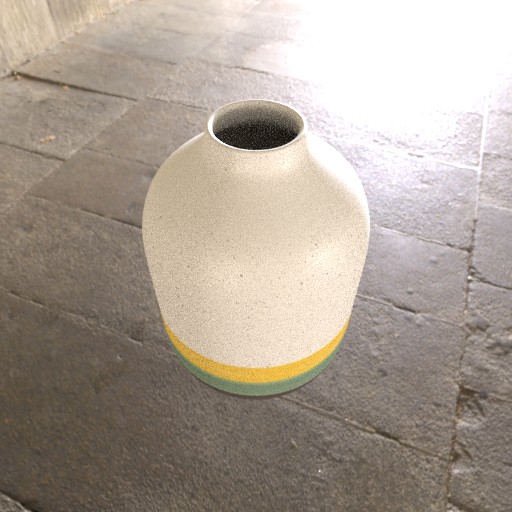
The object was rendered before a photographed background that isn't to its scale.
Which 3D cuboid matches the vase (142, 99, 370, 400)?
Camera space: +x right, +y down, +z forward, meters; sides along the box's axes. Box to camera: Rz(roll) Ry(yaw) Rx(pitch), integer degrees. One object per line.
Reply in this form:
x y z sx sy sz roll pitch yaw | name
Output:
0.000 0.000 0.362 0.169 0.240 0.169 0 47 0 | vase
